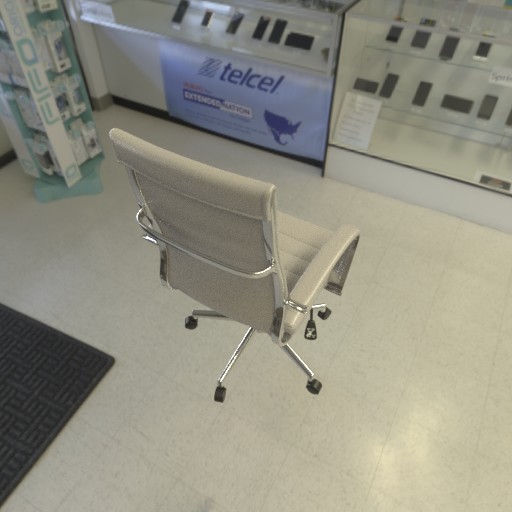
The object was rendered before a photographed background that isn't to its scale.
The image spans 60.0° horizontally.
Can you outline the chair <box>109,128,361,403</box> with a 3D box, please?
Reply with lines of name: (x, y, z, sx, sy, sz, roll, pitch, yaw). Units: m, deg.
chair: (0.000, 0.000, 1.556, 0.679, 1.149, 0.667, 24, 50, 21)
